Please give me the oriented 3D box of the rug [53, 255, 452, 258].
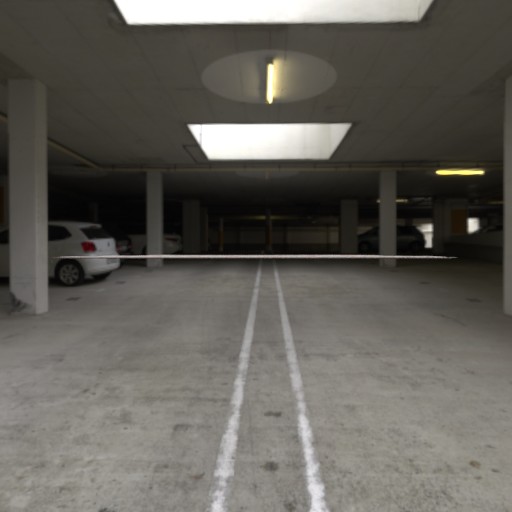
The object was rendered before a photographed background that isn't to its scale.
[{"bbox_3d":[0.000,0.000,3.984,2.371,0.012,3.000,0,0,1],"label":"rug"}]
